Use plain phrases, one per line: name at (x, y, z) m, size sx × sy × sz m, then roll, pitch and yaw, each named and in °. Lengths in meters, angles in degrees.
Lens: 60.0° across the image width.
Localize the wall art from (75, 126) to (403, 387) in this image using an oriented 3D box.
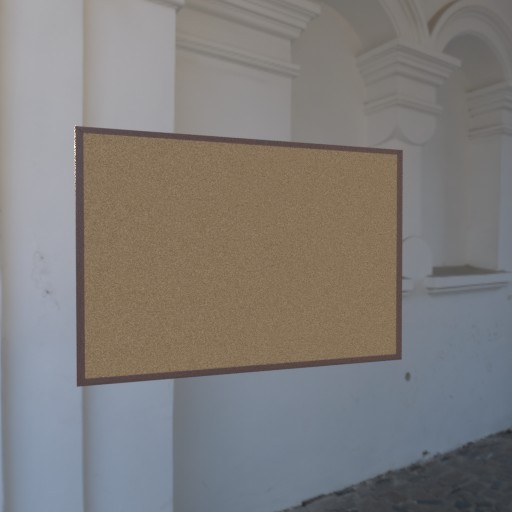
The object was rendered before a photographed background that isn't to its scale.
wall art at (0.000, 0.000, 0.873) m, size 0.660 × 0.455 × 0.014 m, roll 0°, pitch 1°, yaw -17°
